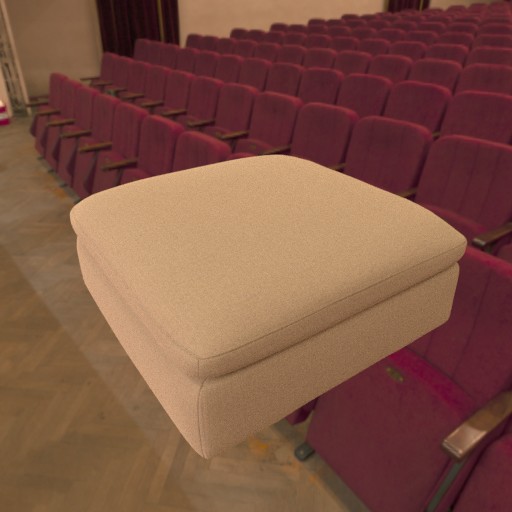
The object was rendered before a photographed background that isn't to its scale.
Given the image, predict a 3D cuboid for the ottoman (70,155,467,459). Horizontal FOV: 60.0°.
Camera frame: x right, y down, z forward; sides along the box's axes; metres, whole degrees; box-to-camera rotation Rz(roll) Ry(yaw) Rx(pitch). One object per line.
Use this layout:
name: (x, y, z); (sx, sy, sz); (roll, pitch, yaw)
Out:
ottoman: (0.000, 0.000, 1.517); (0.996, 0.467, 0.977); (-19, 35, -30)
